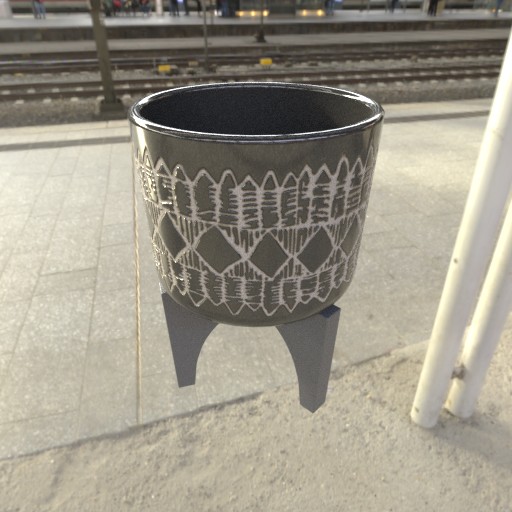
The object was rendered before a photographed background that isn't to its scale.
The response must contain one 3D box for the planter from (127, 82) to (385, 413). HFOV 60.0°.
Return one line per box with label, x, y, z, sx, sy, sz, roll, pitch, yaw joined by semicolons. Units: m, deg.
planter;0.000;0.000;0.532;0.251;0.355;0.251;-9;32;-14
